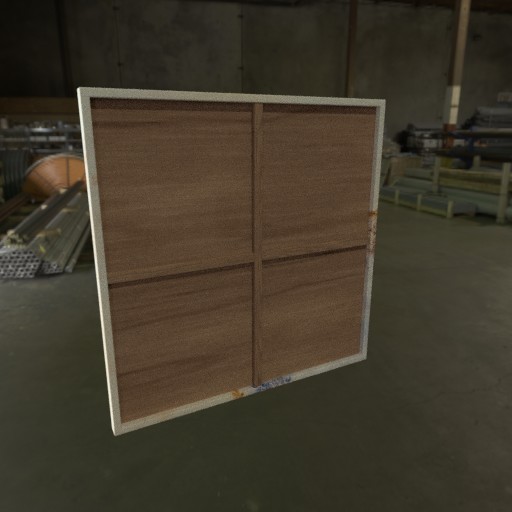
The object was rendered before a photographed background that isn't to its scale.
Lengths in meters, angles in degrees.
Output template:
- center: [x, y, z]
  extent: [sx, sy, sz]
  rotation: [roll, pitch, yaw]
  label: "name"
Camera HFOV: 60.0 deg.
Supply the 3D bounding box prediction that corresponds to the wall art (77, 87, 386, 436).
- center: [0.000, 0.000, 1.299]
  extent: [0.889, 0.889, 0.038]
  rotation: [-8, 18, -27]
  label: "wall art"
